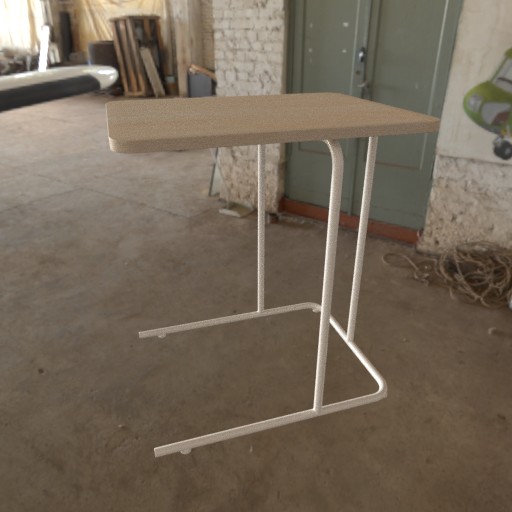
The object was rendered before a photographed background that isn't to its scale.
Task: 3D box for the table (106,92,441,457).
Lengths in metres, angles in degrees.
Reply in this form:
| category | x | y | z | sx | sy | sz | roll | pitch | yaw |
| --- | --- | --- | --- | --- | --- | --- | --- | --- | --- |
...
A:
| category | x | y | z | sx | sy | sz | roll | pitch | yaw |
| --- | --- | --- | --- | --- | --- | --- | --- | --- | --- |
| table | 0.000 | 0.000 | 0.868 | 0.480 | 0.550 | 0.370 | -8 | 28 | -16 |
